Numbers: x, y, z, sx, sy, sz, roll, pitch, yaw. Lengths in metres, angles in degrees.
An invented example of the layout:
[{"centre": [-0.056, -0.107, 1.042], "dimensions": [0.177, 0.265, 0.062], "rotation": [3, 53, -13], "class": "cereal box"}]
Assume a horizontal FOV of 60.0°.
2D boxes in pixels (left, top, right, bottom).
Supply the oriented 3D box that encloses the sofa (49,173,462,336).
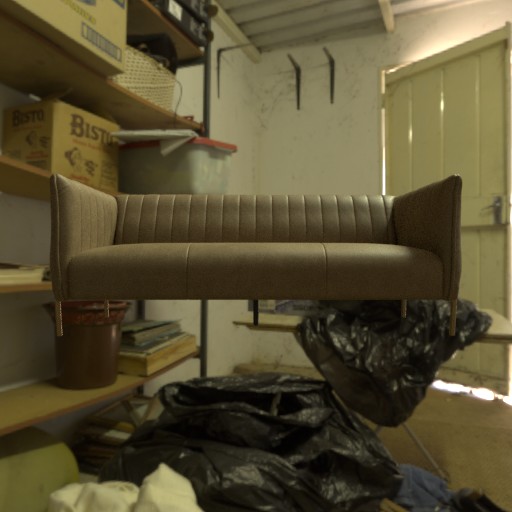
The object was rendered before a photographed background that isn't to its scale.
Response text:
[{"centre": [0.000, 0.000, 2.469], "dimensions": [1.980, 0.779, 0.876], "rotation": [0, 0, -1], "class": "sofa"}]
